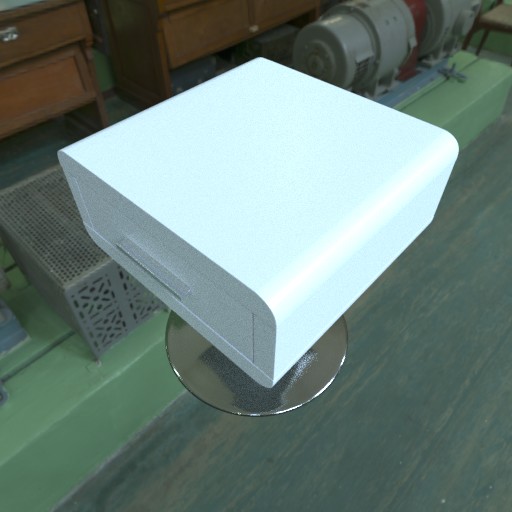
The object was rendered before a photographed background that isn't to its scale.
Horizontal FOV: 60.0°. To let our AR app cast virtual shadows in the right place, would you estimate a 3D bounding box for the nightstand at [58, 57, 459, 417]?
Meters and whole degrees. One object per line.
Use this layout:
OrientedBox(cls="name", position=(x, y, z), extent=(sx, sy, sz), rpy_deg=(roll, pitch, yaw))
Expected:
OrientedBox(cls="nightstand", position=(0.000, 0.000, 0.756), extent=(0.399, 0.447, 0.404), rpy_deg=(34, 56, 27))
